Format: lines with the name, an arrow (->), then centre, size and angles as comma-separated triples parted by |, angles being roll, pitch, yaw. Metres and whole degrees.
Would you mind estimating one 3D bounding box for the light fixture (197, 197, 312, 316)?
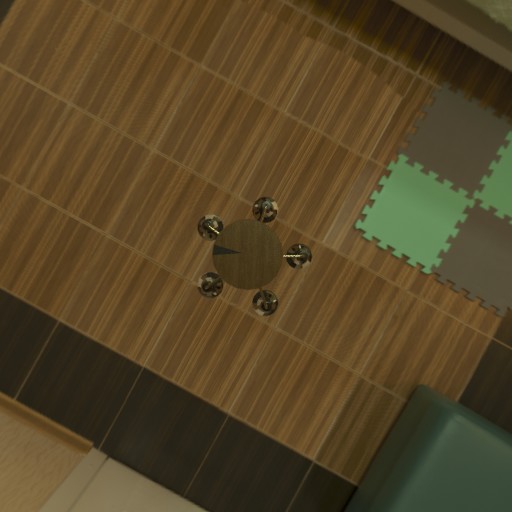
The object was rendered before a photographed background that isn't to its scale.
light fixture -> 0.000, 0.000, 1.181 | 0.421, 0.988, 0.438 | 0, 90, -1
